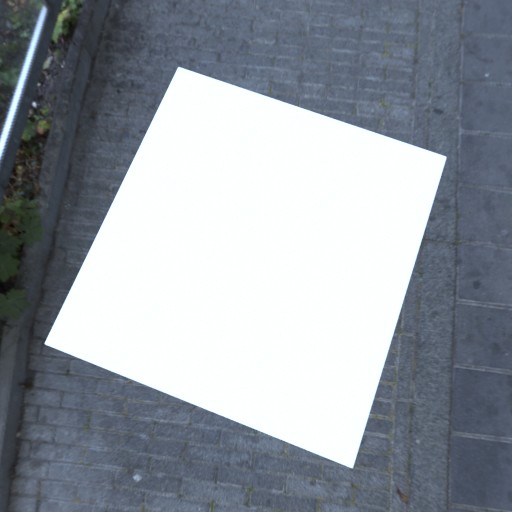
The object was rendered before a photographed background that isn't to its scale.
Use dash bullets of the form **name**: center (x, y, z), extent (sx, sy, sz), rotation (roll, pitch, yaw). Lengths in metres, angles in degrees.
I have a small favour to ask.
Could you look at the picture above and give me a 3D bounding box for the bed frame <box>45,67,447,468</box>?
- **bed frame**: center (0.000, 0.000, 3.053), extent (1.930, 0.559, 2.032), rotation (20, 77, 5)
